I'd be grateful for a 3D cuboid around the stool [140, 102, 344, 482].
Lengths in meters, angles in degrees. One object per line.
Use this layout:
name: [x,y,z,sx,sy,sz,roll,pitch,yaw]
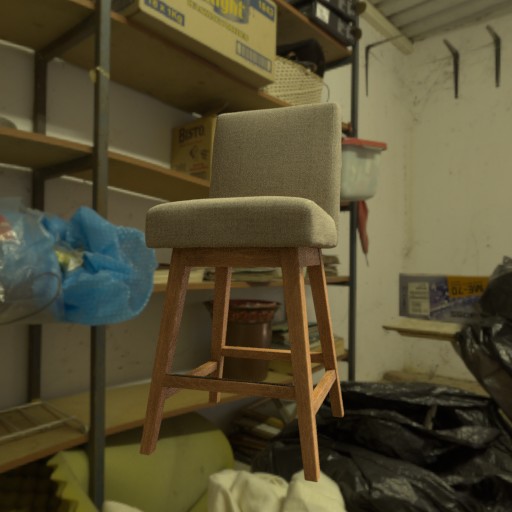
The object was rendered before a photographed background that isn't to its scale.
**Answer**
stool: [0.000,0.000,1.299,0.459,1.010,0.526,0,0,18]
